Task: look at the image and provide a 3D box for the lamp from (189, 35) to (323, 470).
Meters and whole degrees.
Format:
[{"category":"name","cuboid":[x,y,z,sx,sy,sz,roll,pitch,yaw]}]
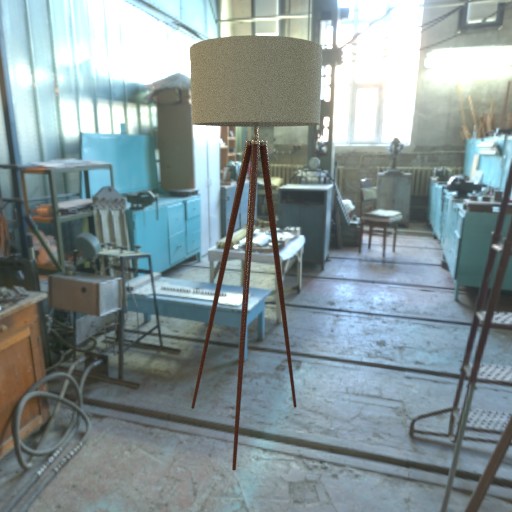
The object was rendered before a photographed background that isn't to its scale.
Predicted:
[{"category":"lamp","cuboid":[0.000,0.000,1.817,0.483,1.553,0.483,-8,16,-27]}]
